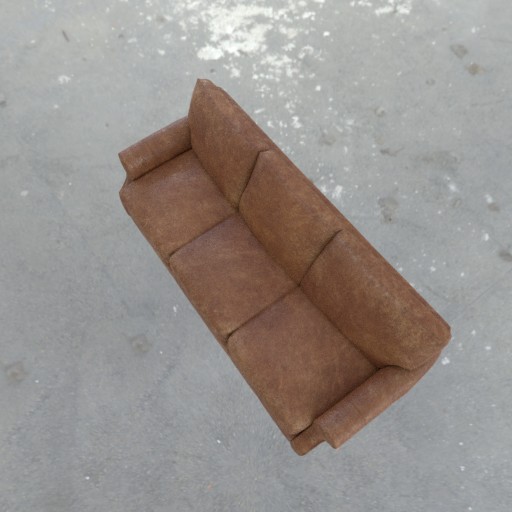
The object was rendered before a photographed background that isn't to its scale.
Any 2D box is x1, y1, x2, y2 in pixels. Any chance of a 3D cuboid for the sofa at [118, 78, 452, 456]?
[{"bbox_3d":[0.000,0.000,2.842,0.973,0.977,2.351,-33,68,-15],"label":"sofa"}]
